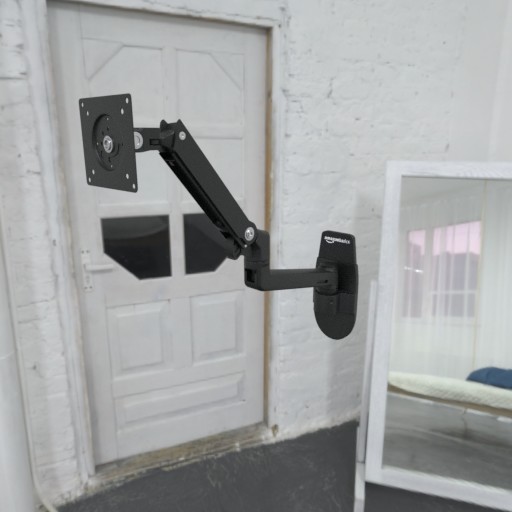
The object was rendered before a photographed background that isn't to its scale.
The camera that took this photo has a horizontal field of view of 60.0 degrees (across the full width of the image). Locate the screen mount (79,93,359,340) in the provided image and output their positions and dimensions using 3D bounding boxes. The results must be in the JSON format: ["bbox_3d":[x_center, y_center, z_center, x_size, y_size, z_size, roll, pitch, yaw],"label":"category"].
[{"bbox_3d":[0.000,0.000,0.725,0.115,0.466,0.495,14,21,41],"label":"screen mount"}]
